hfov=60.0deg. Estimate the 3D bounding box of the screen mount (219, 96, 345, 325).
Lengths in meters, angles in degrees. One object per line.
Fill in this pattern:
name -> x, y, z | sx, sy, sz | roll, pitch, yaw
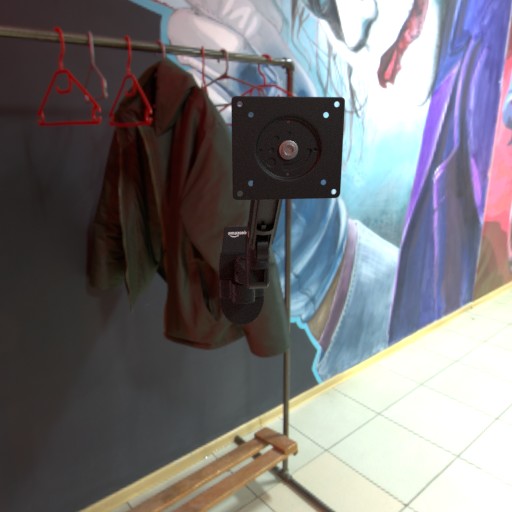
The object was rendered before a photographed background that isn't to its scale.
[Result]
screen mount -> 0.000, 0.000, 0.738 | 0.115, 0.466, 0.495 | -2, 16, -7
